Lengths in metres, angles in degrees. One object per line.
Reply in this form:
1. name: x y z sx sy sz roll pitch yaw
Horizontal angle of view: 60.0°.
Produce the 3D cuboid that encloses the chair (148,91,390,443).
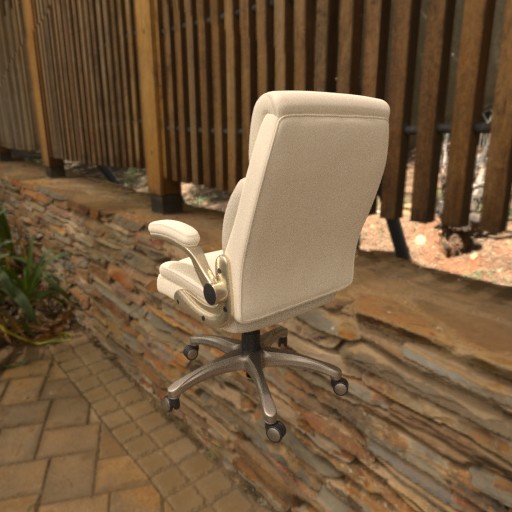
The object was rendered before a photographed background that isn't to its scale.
1. chair: 0.000 0.000 1.662 0.740 1.110 0.794 -15 22 -42
